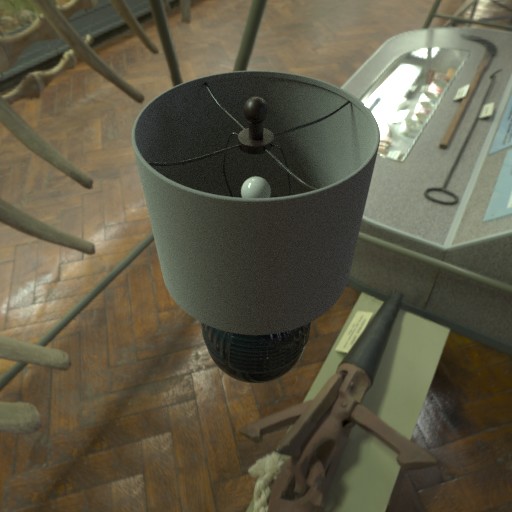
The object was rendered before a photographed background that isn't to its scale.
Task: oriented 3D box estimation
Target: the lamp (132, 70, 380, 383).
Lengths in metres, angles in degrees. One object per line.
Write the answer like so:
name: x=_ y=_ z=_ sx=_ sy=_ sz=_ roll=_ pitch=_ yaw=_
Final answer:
lamp: x=0.000 y=0.000 z=0.755 sx=0.318 sy=0.567 sz=0.318 roll=0 pitch=46 yaw=0
